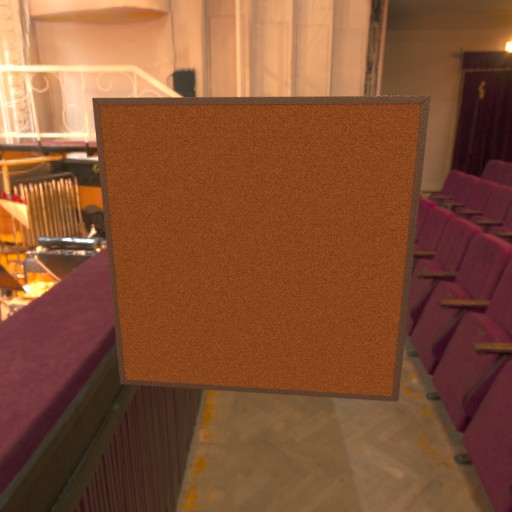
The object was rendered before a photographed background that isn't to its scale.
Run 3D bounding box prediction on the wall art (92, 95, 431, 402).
[{"bbox_3d":[0.000,0.000,0.517,0.349,0.349,0.028,2,17,6],"label":"wall art"}]
